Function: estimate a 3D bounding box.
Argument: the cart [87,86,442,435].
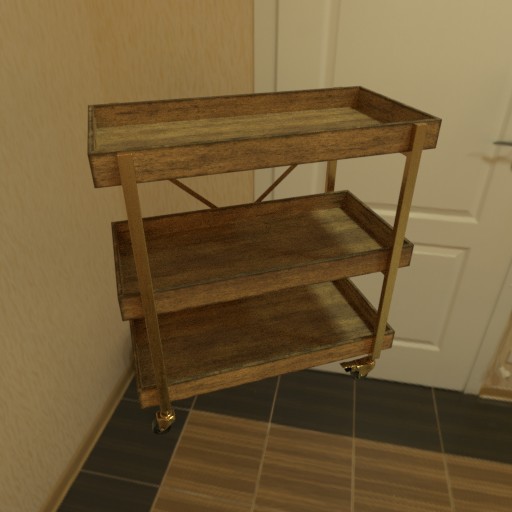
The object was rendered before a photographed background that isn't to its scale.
[{"bbox_3d":[0.000,0.000,1.250,0.750,0.799,0.416,-10,34,-15],"label":"cart"}]
